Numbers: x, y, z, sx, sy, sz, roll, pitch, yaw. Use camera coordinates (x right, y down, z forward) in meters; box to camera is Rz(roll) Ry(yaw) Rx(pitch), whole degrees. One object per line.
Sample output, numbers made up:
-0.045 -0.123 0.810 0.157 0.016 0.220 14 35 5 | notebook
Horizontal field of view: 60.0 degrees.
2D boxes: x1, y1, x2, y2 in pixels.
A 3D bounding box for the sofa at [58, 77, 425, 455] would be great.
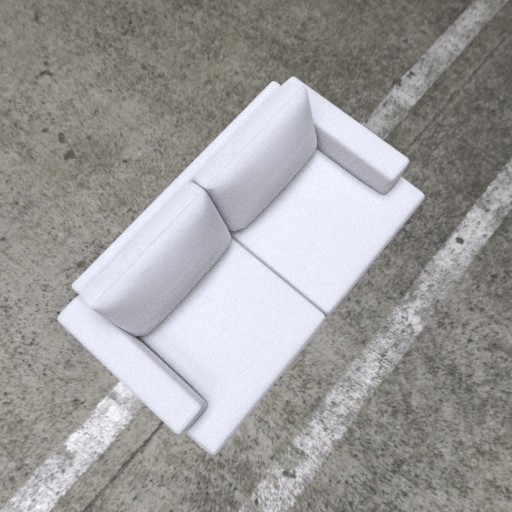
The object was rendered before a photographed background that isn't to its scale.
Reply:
0.000 0.000 2.178 0.920 0.810 1.650 40 78 10 | sofa
